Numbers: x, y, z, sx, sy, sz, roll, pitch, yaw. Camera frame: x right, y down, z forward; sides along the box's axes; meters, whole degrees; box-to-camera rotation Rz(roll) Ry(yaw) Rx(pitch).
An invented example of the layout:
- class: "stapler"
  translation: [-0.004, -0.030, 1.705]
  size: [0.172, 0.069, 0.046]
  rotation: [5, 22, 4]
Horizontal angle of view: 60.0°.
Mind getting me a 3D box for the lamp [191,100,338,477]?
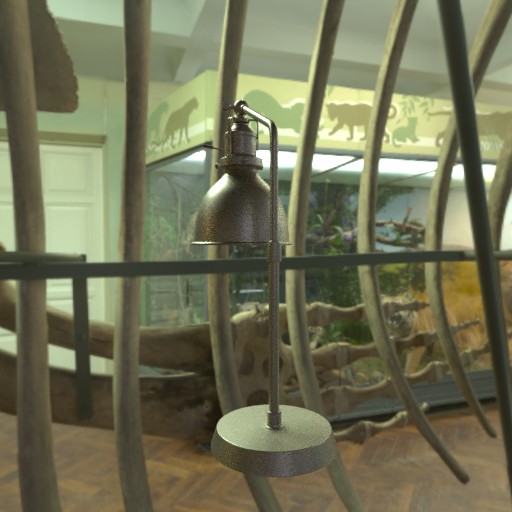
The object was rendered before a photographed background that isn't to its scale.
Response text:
- class: "lamp"
  translation: [0.000, 0.000, 0.596]
  size: [0.153, 0.456, 0.286]
  rotation: [-1, 2, -19]
